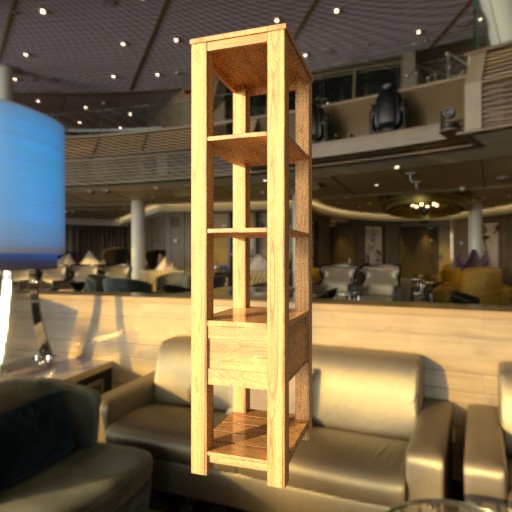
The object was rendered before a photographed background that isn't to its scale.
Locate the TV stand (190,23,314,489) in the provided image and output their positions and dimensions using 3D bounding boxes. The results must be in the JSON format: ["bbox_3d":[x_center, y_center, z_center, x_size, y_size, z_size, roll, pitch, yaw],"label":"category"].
[{"bbox_3d":[0.000,0.000,2.068,0.435,1.828,0.565,0,0,18],"label":"TV stand"}]
